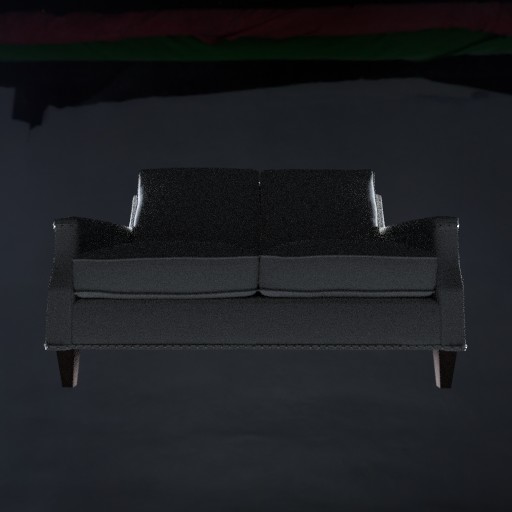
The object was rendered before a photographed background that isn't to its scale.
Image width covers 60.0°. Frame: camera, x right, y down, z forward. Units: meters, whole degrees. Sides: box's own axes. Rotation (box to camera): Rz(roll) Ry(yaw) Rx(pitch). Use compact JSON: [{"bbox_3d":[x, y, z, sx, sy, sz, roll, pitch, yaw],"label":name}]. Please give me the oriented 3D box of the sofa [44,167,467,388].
[{"bbox_3d":[0.000,0.000,2.177,1.597,1.003,1.084,0,0,0],"label":"sofa"}]
